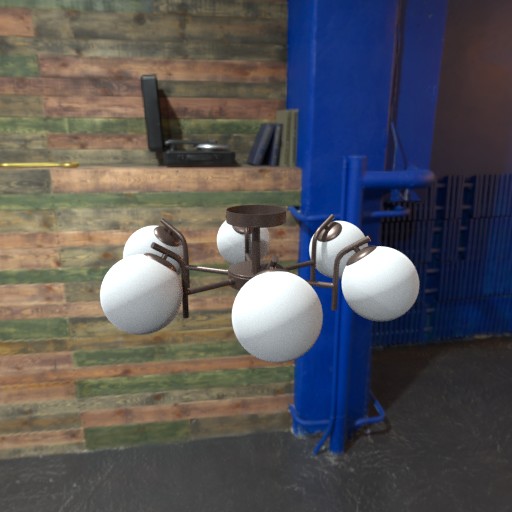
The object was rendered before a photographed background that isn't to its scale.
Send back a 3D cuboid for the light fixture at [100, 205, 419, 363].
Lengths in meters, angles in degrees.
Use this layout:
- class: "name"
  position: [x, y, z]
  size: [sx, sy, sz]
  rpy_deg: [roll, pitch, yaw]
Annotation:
- class: "light fixture"
  position: [0.000, 0.000, 0.947]
  size: [0.662, 0.201, 0.662]
  rpy_deg: [0, 16, 0]
